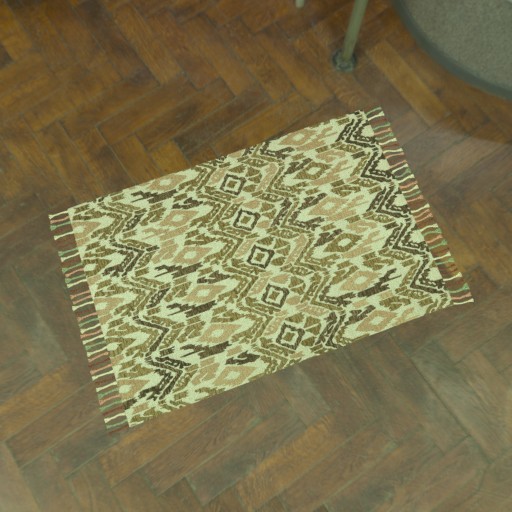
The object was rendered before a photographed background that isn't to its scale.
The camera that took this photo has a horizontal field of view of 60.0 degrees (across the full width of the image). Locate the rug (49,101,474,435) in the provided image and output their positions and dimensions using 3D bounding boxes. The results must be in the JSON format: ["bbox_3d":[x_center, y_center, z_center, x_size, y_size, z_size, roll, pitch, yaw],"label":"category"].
[{"bbox_3d":[0.000,0.000,2.906,2.438,0.008,1.524,-20,78,-4],"label":"rug"}]
